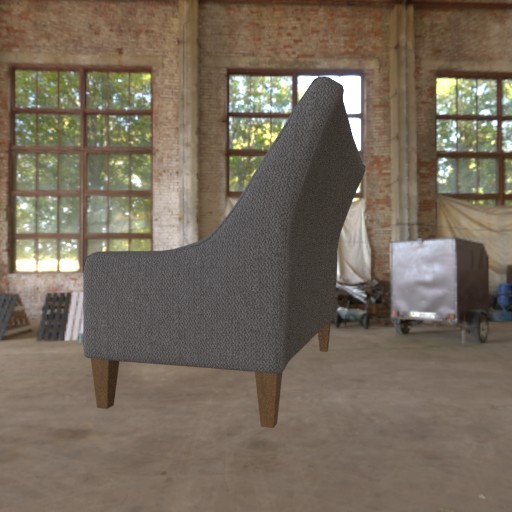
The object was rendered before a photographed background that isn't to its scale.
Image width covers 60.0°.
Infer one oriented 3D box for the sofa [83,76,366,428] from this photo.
[{"bbox_3d":[0.000,0.000,1.932,0.873,1.022,1.242,0,-1,17],"label":"sofa"}]
